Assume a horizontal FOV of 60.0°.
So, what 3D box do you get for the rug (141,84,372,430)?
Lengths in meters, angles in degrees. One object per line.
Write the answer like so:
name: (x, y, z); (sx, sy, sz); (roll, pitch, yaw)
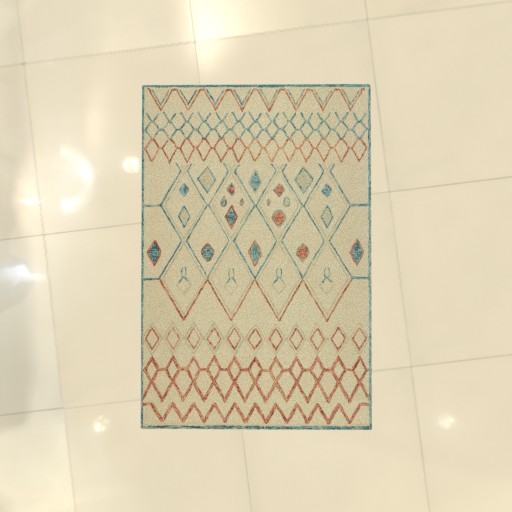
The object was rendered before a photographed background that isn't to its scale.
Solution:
rug: (0.000, 0.000, 2.352); (1.219, 0.016, 1.829); (0, 89, 1)
